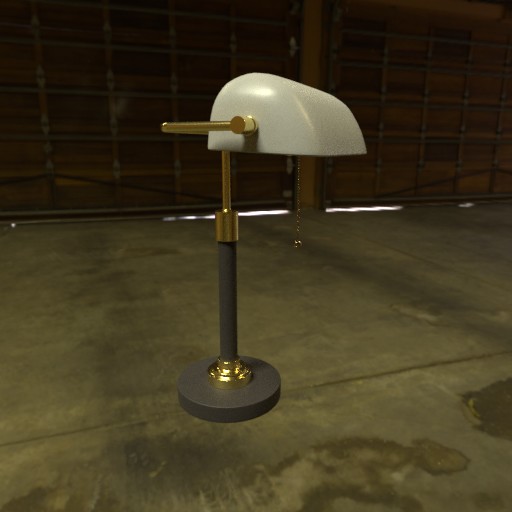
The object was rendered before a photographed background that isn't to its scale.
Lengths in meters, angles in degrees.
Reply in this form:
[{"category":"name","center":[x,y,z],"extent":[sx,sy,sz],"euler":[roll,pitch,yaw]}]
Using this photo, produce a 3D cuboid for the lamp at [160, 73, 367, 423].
[{"category":"lamp","center":[0.000,0.000,0.557],"extent":[0.227,0.404,0.269],"euler":[7,15,26]}]
